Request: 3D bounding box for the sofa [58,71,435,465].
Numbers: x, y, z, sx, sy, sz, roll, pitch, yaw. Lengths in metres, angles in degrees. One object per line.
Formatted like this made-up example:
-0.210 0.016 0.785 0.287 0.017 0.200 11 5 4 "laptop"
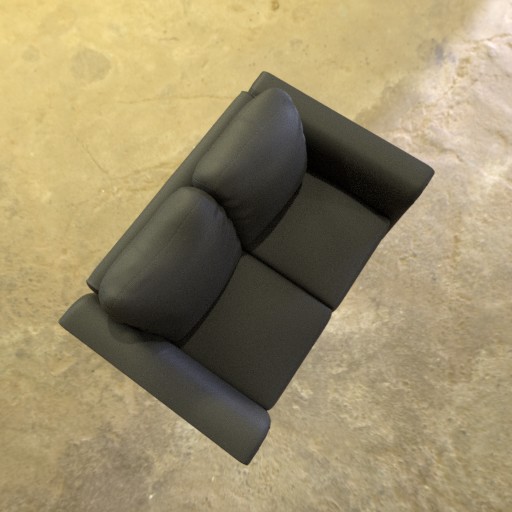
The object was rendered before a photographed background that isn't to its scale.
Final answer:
0.000 0.000 1.947 0.887 0.845 1.386 34 76 9 "sofa"
